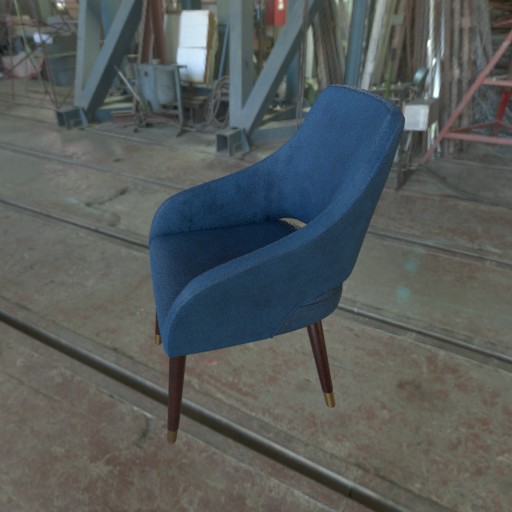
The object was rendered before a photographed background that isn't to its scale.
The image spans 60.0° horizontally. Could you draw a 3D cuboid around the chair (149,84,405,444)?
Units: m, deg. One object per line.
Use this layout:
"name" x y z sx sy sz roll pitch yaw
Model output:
"chair" 0.000 0.000 1.587 0.794 1.081 0.683 -8 32 -13
